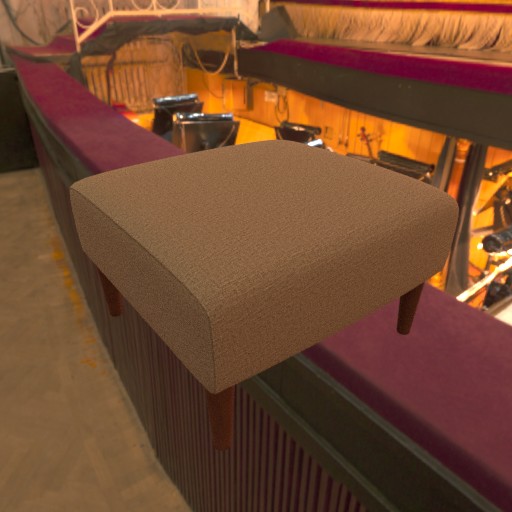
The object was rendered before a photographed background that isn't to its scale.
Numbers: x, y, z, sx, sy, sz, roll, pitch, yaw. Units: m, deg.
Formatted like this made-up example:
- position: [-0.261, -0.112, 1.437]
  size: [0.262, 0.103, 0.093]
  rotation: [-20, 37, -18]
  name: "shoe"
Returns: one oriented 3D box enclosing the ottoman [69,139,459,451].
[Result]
- position: [0.000, 0.000, 1.066]
  size: [0.650, 0.398, 0.649]
  rotation: [-20, 35, -32]
  name: "ottoman"
